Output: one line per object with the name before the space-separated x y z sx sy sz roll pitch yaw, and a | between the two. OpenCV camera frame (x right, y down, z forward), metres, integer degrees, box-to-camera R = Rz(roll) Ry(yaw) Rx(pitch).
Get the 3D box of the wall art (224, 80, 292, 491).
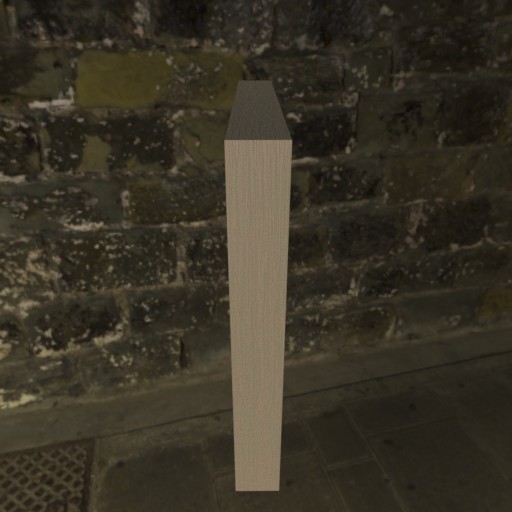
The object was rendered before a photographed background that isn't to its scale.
wall art | 0.000 0.000 0.452 0.038 0.303 0.304 0 27 0
